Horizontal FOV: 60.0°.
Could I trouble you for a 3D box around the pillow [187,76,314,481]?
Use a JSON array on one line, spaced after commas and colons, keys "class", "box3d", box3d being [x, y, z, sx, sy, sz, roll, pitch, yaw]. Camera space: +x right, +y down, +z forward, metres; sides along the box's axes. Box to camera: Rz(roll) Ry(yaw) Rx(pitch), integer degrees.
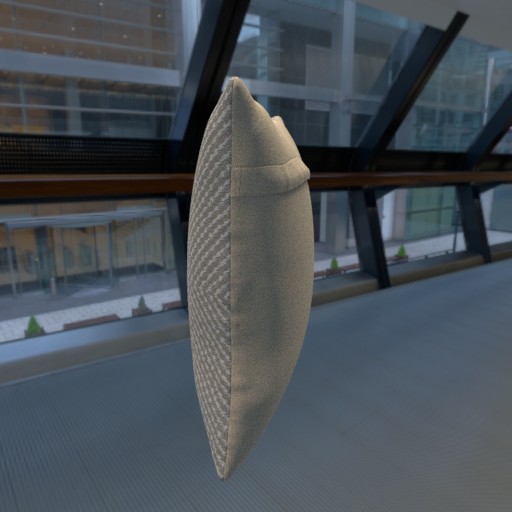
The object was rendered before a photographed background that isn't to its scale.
[{"class": "pillow", "box3d": [0.000, 0.000, 0.695, 0.181, 0.458, 0.459, 2, 13, 8]}]
